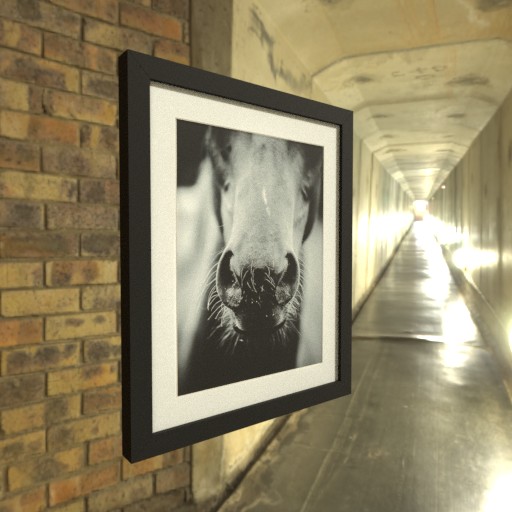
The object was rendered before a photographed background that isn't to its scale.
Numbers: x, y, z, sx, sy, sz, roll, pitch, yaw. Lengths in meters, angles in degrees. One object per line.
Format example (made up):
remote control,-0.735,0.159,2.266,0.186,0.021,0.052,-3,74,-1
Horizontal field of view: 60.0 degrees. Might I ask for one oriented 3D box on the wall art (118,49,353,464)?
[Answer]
wall art,0.000,0.000,0.749,0.457,0.559,0.033,-1,2,-38
